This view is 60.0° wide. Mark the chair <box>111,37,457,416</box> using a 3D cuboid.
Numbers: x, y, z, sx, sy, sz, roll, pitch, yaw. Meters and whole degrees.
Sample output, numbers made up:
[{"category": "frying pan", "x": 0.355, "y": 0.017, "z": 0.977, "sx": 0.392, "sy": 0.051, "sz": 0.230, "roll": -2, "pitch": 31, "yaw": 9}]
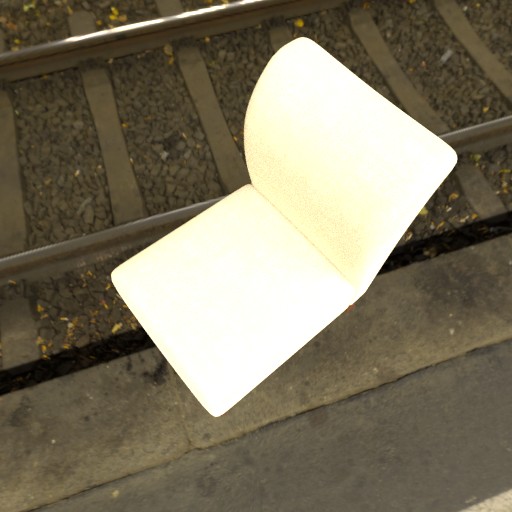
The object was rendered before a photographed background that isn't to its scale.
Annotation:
[{"category": "chair", "x": 0.000, "y": 0.000, "z": 1.307, "sx": 0.754, "sy": 0.833, "sz": 0.521, "roll": -37, "pitch": 69, "yaw": -16}]
